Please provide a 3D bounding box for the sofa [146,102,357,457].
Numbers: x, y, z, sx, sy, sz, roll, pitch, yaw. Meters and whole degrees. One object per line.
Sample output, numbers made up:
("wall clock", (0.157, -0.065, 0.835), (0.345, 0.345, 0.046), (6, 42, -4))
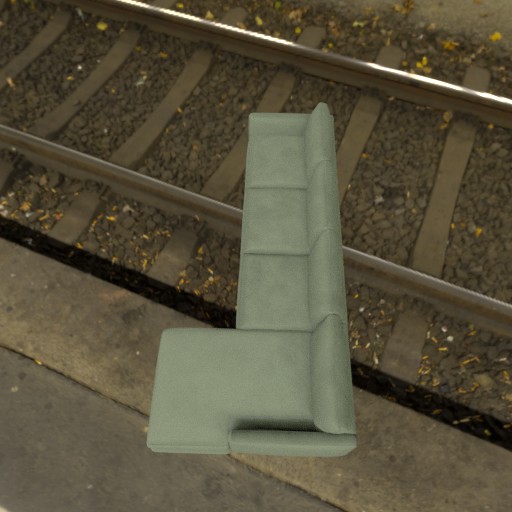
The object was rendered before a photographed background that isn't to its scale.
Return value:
("sofa", (0.000, 0.000, 3.339), (1.255, 0.756, 2.725), (2, 60, 1))
